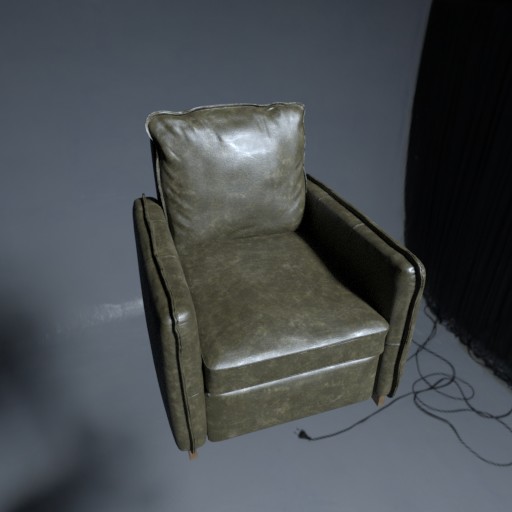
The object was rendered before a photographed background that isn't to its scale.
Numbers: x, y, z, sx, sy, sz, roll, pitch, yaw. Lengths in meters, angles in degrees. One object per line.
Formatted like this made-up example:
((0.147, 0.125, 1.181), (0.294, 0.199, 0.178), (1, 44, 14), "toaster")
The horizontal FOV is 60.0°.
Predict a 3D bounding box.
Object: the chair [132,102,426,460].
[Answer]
((0.000, 0.000, 1.594), (0.830, 0.921, 0.921), (-10, 33, -15), "chair")
